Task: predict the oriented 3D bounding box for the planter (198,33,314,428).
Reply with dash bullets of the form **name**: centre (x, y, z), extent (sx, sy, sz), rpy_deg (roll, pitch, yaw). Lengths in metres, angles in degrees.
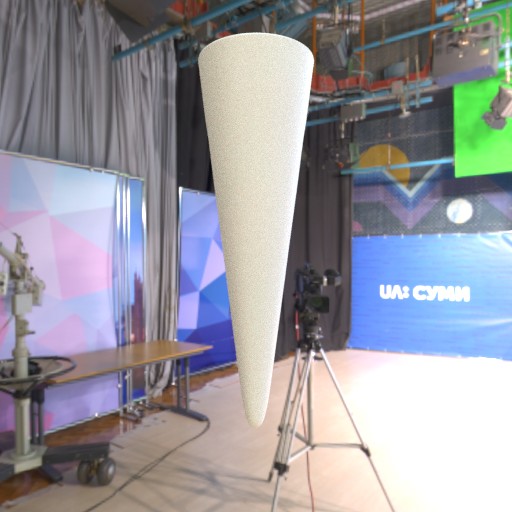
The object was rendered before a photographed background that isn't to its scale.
- **planter**: centre (0.000, 0.000, 0.224), extent (0.057, 0.193, 0.064), rpy_deg (0, 1, -1)
